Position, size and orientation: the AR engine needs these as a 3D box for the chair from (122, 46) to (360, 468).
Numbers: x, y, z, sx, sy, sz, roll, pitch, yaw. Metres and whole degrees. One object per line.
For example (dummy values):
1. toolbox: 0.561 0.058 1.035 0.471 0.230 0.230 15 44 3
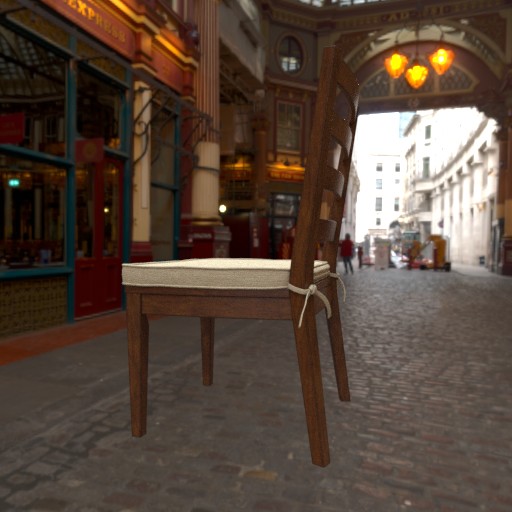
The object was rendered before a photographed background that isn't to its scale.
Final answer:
1. chair: 0.000 0.000 1.338 0.595 0.979 0.593 1 2 18
